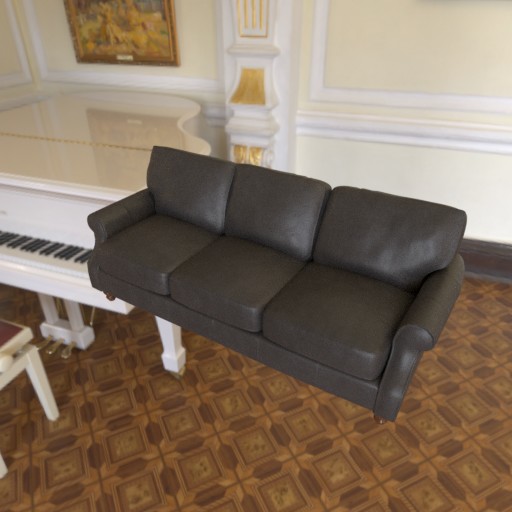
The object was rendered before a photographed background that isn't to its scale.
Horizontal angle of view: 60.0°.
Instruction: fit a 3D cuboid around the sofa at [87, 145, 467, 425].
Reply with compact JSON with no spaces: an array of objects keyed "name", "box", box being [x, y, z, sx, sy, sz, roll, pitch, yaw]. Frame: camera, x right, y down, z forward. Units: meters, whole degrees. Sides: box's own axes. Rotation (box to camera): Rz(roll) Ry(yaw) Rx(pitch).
[{"name":"sofa","box":[0.000,0.000,2.841,2.387,0.977,0.974,18,35,28]}]
